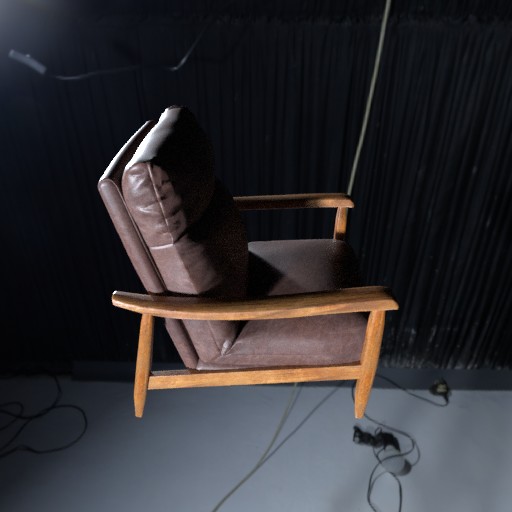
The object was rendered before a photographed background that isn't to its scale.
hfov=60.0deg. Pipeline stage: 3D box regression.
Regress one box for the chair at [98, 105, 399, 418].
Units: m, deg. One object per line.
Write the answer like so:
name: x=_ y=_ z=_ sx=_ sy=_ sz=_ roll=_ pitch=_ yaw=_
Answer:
chair: x=0.000 y=0.000 z=1.567 sx=0.830 sy=0.897 sz=0.782 roll=0 pitch=32 yaw=0
